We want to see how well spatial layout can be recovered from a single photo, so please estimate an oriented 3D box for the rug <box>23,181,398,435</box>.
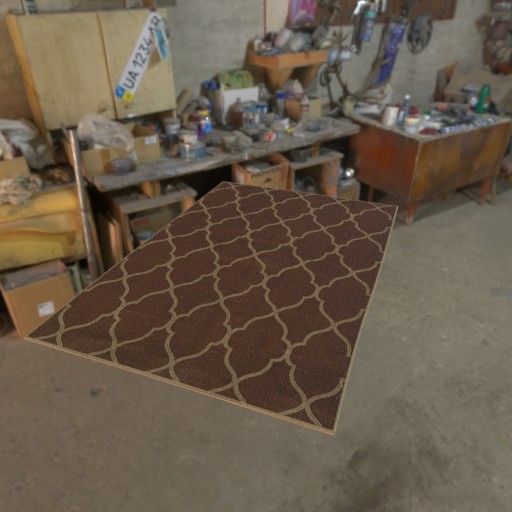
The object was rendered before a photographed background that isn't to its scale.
[{"bbox_3d":[0.000,0.000,2.818,1.528,0.014,2.294,11,32,18],"label":"rug"}]
